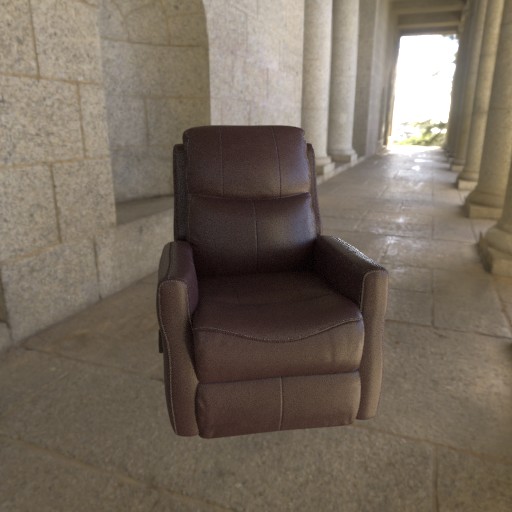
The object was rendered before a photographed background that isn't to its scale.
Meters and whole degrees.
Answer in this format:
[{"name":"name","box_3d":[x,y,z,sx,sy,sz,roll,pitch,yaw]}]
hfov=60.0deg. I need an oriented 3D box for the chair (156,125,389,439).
[{"name":"chair","box_3d":[0.000,0.000,1.835,0.829,1.030,1.080,-2,17,-8]}]
